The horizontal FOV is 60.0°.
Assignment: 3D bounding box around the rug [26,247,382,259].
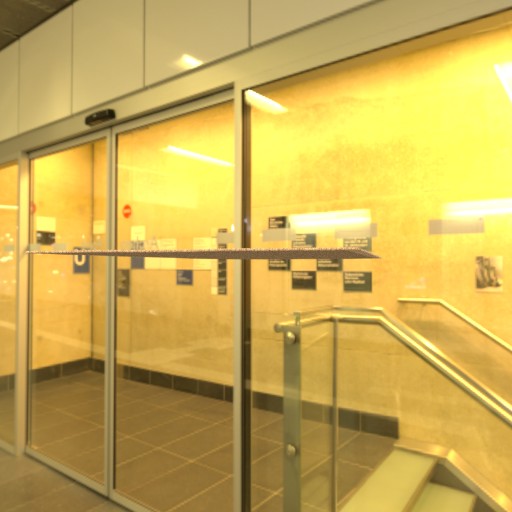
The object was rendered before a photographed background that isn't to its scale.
[{"bbox_3d":[0.000,0.000,2.350,1.225,0.013,1.840,0,-1,18],"label":"rug"}]
